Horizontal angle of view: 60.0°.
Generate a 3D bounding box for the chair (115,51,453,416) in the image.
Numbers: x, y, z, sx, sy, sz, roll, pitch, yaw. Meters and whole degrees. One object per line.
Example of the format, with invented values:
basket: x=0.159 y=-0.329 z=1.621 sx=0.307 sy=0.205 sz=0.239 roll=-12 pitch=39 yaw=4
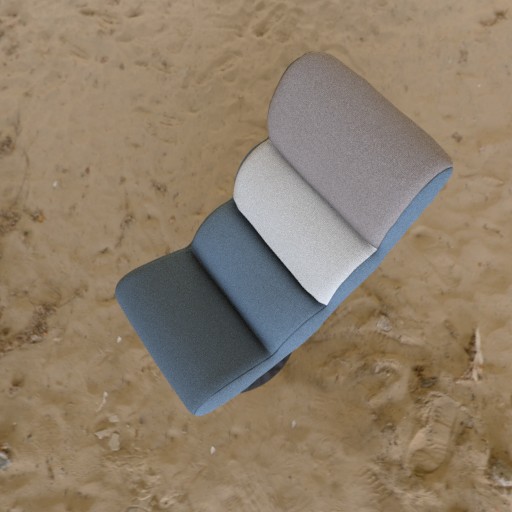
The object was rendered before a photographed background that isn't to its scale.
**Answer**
chair: x=0.000 y=0.000 z=1.057 sx=0.661 sy=0.641 sz=0.420 roll=-34 pitch=68 yaw=-15
